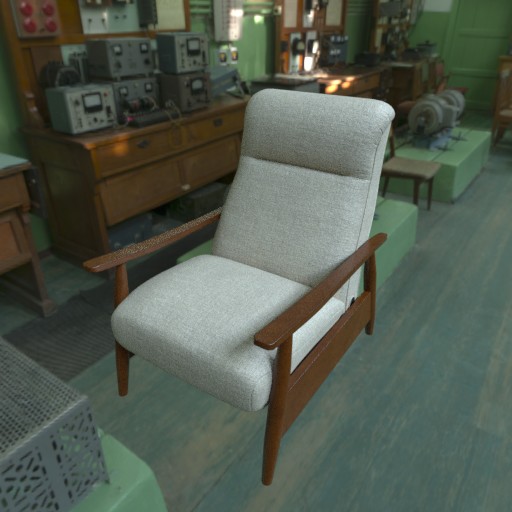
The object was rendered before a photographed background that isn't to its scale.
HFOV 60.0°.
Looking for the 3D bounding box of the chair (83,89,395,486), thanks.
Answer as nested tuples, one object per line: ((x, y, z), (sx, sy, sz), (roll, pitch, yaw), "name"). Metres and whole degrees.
((0.000, 0.000, 1.730), (0.762, 1.082, 1.014), (18, 34, 29), "chair")
